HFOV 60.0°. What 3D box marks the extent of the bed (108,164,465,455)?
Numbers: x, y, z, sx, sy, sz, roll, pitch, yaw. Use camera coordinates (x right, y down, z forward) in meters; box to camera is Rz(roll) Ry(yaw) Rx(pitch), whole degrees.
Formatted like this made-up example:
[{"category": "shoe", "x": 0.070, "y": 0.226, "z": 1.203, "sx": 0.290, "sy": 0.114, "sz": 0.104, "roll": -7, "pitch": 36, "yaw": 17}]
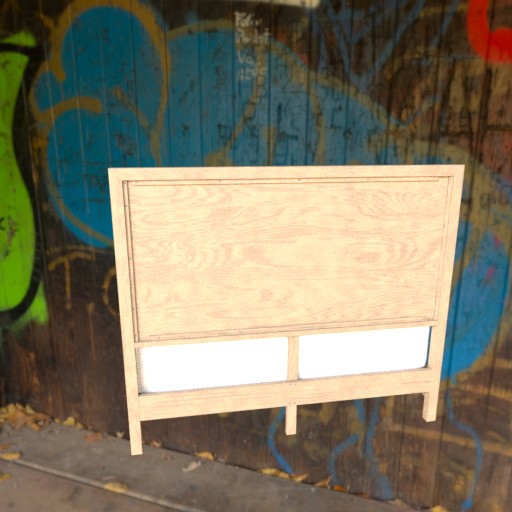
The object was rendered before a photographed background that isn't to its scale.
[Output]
[{"category": "bed", "x": 0.000, "y": 0.000, "z": 3.158, "sx": 1.606, "sy": 1.369, "sz": 2.189, "roll": -2, "pitch": 15, "yaw": -10}]
